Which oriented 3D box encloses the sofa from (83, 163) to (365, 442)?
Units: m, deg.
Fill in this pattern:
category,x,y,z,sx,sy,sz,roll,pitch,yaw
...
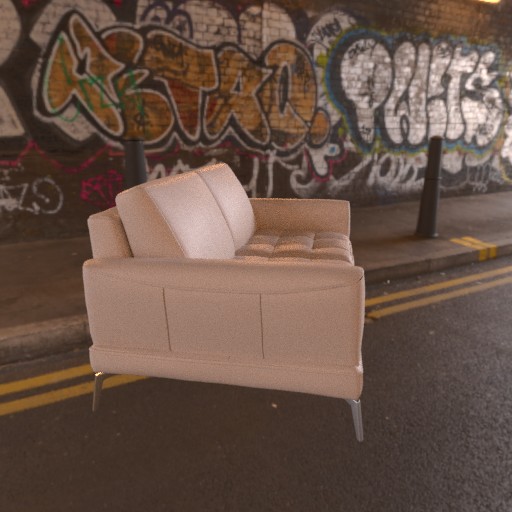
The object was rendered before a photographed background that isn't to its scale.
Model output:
category,x,y,z,sx,sy,sz,roll,pitch,yaw
sofa,0.000,0.000,2.471,1.121,0.930,1.819,3,16,9
